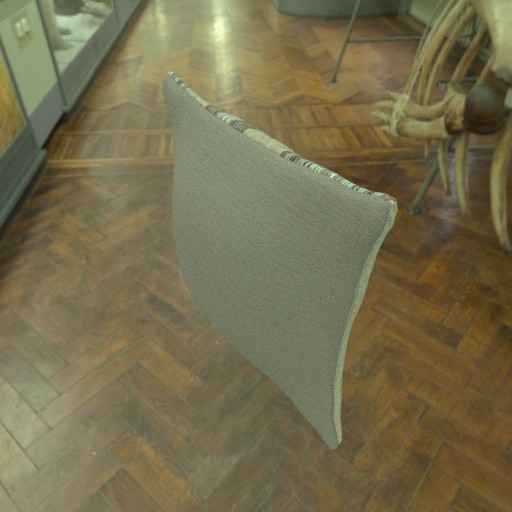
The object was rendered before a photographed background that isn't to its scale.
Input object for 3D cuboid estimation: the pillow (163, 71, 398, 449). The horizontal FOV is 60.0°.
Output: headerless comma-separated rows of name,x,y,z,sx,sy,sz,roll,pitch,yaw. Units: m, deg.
pillow,0.000,0.000,0.643,0.189,0.416,0.435,-24,45,-26
